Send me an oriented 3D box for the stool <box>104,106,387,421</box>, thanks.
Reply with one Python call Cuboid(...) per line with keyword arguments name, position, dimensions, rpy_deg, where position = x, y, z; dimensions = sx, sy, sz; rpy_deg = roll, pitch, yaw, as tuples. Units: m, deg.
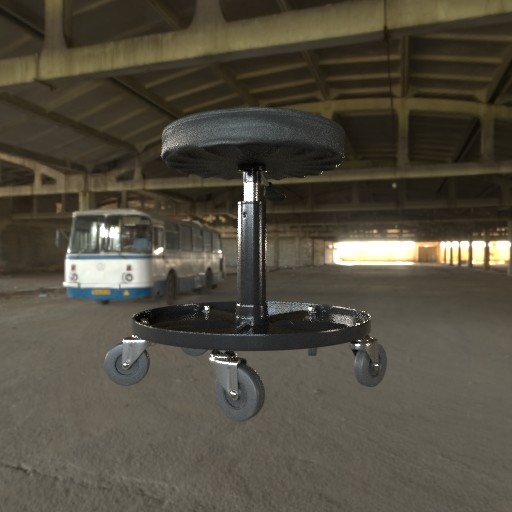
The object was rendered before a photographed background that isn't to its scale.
Cuboid(name="stool", position=(0.000, 0.000, 0.673), dimensions=(0.381, 0.365, 0.382), rpy_deg=(0, 0, 18))
